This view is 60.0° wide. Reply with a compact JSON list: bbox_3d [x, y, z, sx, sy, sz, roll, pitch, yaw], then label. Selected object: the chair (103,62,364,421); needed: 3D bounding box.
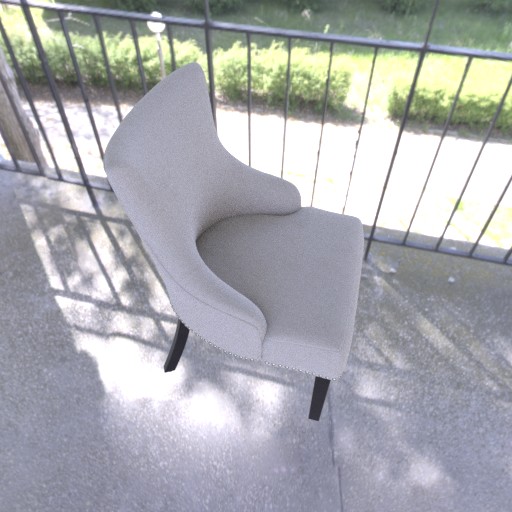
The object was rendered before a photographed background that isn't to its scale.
[{"bbox_3d":[0.000,0.000,1.324,0.629,0.909,0.566,11,48,10],"label":"chair"}]
